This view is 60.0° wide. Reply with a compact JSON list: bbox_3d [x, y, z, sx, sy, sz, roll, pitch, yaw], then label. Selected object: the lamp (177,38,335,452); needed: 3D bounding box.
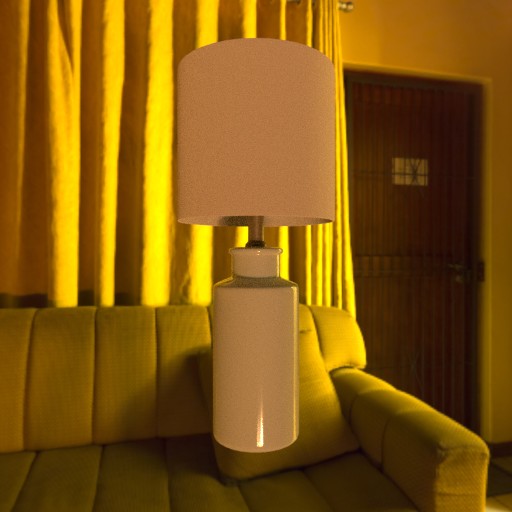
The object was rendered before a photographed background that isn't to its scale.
[{"bbox_3d":[0.000,0.000,0.606,0.212,0.493,0.212,0,0,-35],"label":"lamp"}]
